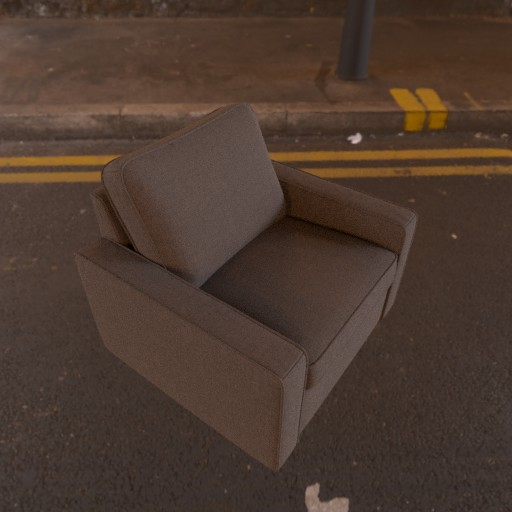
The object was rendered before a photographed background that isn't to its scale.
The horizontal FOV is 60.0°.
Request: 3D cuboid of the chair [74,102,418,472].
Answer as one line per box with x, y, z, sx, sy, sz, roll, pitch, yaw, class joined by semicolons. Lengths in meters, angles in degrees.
0.000;0.000;1.757;0.940;0.919;1.017;26;47;27;chair
